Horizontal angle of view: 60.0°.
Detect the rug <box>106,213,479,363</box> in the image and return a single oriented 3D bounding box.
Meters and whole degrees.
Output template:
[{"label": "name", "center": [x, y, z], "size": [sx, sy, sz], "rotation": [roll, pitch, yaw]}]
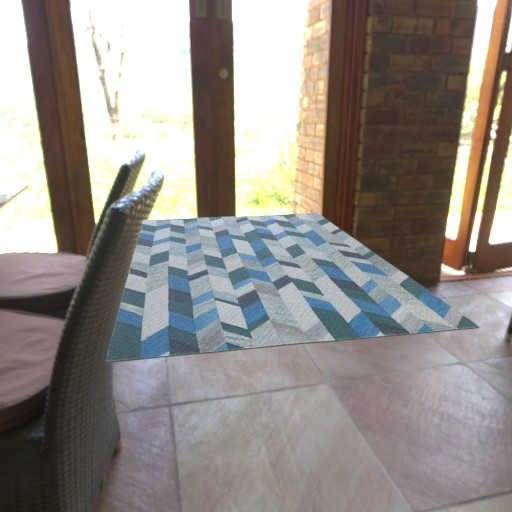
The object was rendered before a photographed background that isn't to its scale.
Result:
[{"label": "rug", "center": [0.000, 0.000, 2.246], "size": [1.229, 0.005, 1.827], "rotation": [-3, 18, -10]}]
